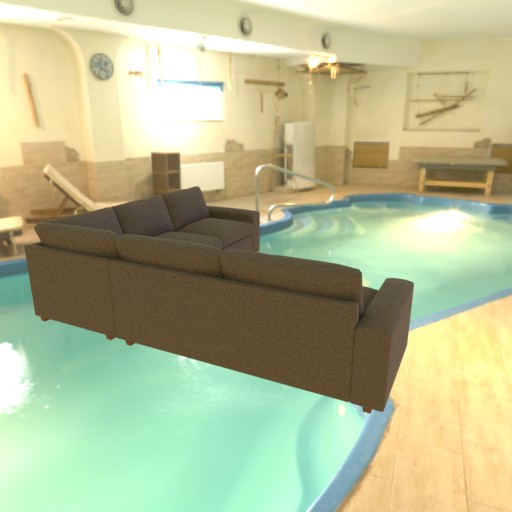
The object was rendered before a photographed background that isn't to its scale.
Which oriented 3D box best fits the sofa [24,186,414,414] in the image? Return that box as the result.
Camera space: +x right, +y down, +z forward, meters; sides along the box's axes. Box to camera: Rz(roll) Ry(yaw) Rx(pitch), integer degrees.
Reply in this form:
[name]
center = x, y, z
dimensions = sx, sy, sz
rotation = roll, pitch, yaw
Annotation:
[sofa]
center = 0.000, 0.000, 4.646
dimensions = 3.277, 0.965, 2.895
rotation = 8, 19, 25
